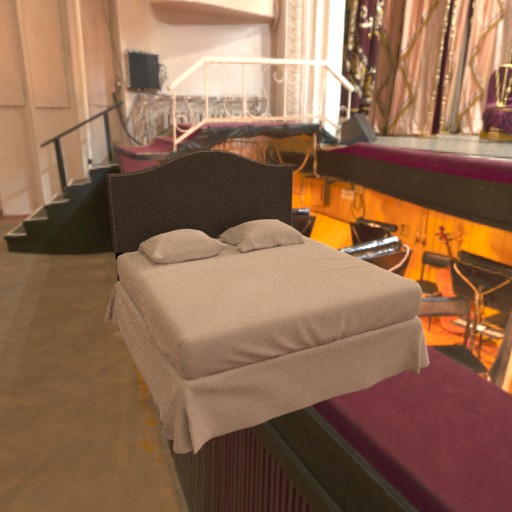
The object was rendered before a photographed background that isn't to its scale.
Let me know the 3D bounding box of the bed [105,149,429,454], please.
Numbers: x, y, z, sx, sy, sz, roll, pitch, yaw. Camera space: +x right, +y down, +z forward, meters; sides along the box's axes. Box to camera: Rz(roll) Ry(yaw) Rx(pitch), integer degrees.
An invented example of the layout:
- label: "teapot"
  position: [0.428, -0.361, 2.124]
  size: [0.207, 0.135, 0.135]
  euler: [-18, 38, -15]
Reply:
- label: "bed"
  position: [0.000, 0.000, 3.801]
  size: [2.314, 1.651, 2.219]
  euler: [-9, 20, -26]
